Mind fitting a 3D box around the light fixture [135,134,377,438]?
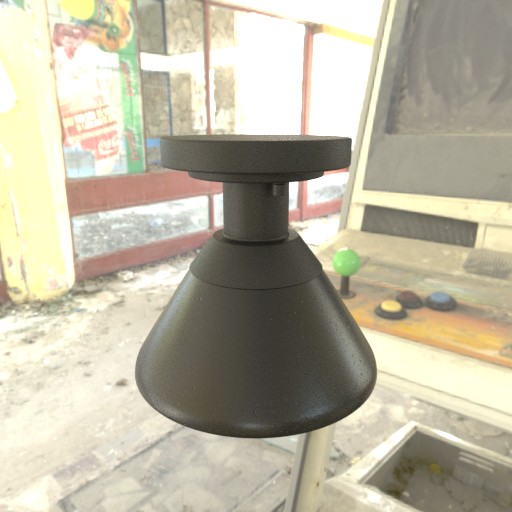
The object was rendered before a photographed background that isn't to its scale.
[{"bbox_3d":[0.000,0.000,0.353,0.200,0.183,0.200,0,17,0],"label":"light fixture"}]
